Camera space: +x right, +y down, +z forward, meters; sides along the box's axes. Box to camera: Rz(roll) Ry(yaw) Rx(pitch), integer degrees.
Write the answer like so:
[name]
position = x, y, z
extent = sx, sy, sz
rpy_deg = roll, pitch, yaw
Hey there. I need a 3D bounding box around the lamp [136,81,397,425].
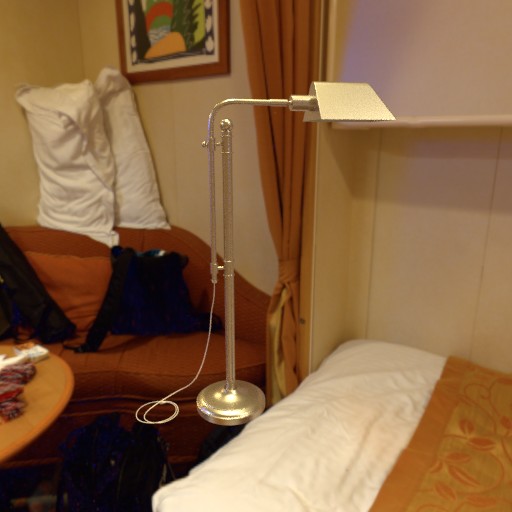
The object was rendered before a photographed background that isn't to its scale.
[lamp]
position = 0.000, 0.000, 0.952
extent = 0.546, 0.708, 0.159
rpy_deg = -3, 15, -10
